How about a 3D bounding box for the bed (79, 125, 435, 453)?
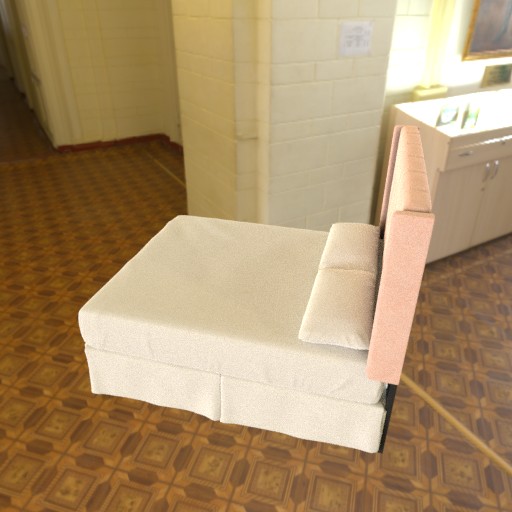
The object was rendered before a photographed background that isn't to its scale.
[{"bbox_3d":[0.000,0.000,3.235,2.066,1.665,1.719,8,31,13],"label":"bed"}]
